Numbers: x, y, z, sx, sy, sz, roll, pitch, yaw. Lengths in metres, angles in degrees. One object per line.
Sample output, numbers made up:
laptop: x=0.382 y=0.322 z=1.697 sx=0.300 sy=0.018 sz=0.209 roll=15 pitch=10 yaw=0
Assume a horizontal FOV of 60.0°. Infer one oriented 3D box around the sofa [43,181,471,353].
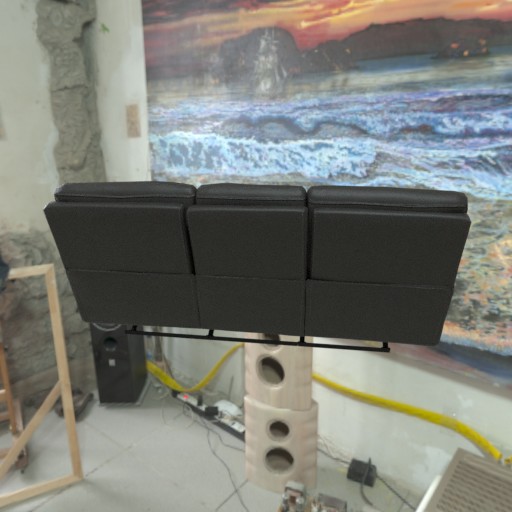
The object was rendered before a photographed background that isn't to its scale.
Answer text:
sofa: x=0.000 y=0.000 z=3.184 sx=2.627 sy=1.134 sz=1.104 roll=2 pitch=16 yaw=8
